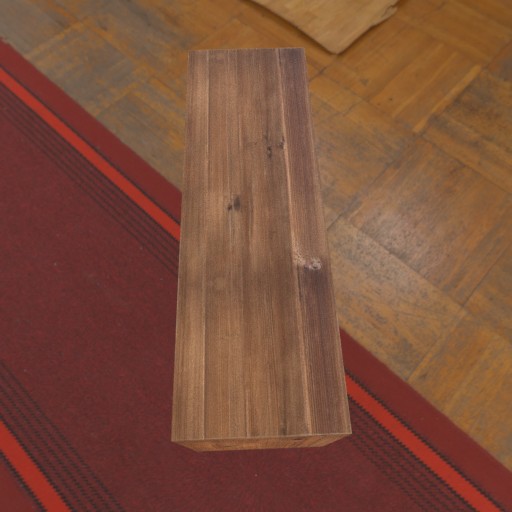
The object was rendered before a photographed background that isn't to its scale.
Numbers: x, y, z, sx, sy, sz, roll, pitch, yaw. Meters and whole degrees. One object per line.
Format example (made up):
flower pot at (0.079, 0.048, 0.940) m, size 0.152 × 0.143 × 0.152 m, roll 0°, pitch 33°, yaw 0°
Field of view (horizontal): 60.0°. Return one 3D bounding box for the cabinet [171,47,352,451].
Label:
cabinet at (0.000, 0.000, 1.767) m, size 0.472 × 0.800 × 1.400 m, roll -2°, pitch 64°, yaw -1°
